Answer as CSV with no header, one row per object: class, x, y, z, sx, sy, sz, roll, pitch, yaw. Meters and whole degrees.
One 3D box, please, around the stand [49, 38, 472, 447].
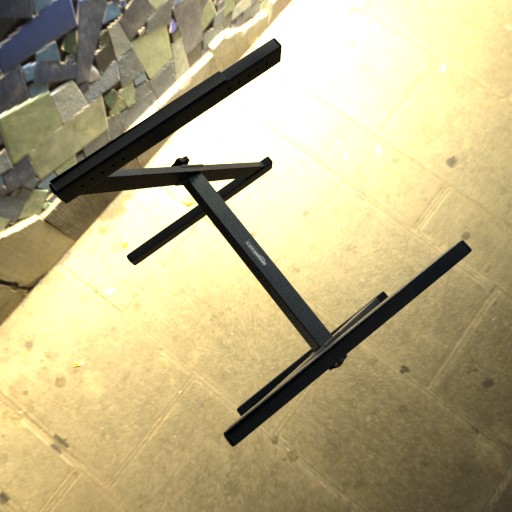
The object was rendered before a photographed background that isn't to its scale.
stand,0.000,0.000,1.168,0.586,0.617,0.700,-37,78,-9
